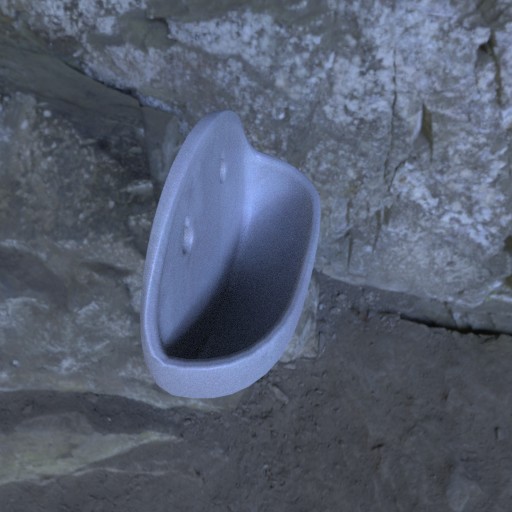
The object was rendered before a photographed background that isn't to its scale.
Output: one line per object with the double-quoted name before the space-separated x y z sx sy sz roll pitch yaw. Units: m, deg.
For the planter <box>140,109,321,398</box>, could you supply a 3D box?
"planter" 0.000 0.000 0.281 0.073 0.164 0.190 11 48 10
